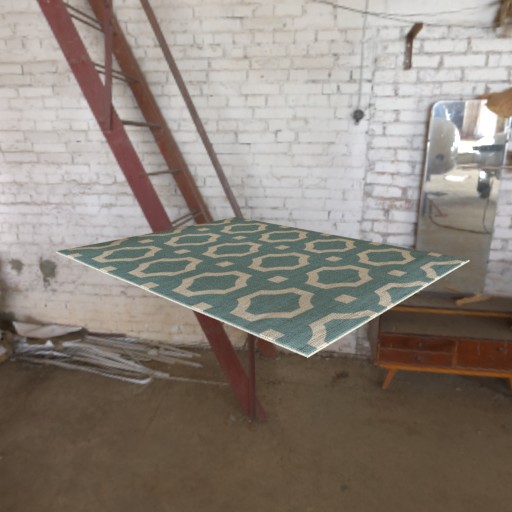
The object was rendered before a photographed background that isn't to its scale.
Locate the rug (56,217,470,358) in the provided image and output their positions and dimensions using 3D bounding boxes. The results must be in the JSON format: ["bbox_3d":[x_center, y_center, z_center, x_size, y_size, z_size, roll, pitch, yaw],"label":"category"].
[{"bbox_3d":[0.000,0.000,4.190,3.049,0.021,2.466,14,21,41],"label":"rug"}]
